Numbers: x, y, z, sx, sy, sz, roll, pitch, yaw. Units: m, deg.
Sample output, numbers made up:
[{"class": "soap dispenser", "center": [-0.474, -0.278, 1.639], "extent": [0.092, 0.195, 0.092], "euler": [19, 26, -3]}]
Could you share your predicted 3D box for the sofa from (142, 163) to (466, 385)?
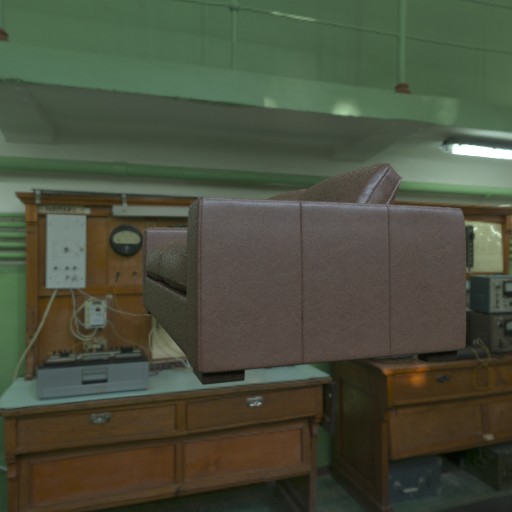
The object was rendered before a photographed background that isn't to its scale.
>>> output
[{"class": "sofa", "center": [0.000, 0.000, 2.414], "extent": [1.070, 0.800, 1.920], "euler": [0, 0, -19]}]
